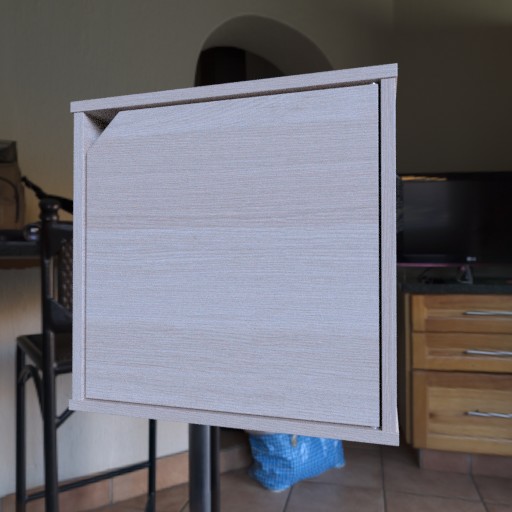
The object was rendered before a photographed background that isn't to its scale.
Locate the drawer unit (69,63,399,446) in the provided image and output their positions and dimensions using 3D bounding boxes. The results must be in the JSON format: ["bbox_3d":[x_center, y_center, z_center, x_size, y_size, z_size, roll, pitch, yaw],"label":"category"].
[{"bbox_3d":[0.000,0.000,0.585,0.349,0.344,0.290,0,-1,16],"label":"drawer unit"}]
